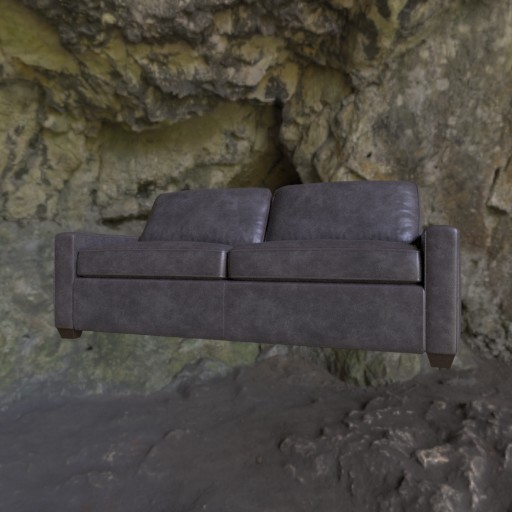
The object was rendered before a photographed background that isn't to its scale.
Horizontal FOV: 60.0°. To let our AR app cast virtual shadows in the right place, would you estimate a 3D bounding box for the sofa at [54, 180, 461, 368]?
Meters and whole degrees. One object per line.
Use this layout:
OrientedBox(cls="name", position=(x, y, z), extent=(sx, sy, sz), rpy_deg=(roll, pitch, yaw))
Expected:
OrientedBox(cls="sofa", position=(0.000, 0.000, 2.553), extent=(2.081, 0.916, 0.939), rpy_deg=(0, 0, 19))
